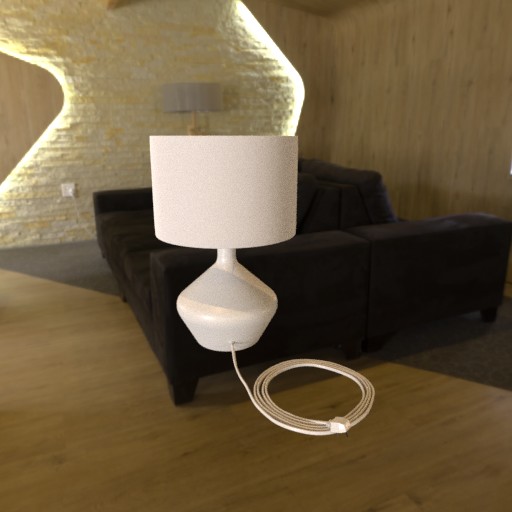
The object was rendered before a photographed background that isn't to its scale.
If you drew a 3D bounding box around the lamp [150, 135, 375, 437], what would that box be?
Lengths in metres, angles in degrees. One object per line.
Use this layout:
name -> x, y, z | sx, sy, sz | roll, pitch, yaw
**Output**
lamp -> 0.000, 0.000, 0.873 | 0.401, 0.457, 0.546 | -2, 15, -8
